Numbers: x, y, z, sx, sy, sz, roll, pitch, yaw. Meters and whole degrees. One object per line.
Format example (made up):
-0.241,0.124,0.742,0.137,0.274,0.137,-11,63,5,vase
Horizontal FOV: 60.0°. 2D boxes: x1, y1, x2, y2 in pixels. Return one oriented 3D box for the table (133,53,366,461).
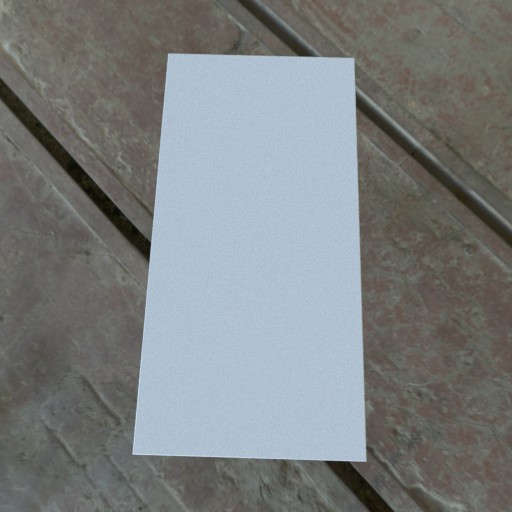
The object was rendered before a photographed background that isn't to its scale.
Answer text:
0.000,0.000,2.305,0.900,0.790,1.800,2,76,0,table
